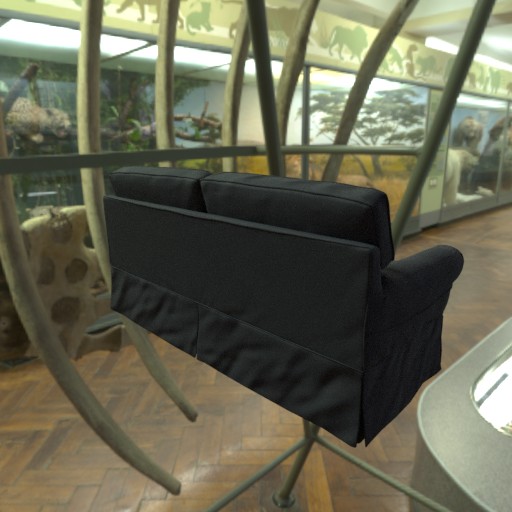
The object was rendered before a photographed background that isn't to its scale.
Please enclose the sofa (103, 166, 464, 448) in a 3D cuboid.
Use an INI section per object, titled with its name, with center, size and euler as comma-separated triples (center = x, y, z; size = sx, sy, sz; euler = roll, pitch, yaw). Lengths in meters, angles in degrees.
[sofa]
center = 0.000, 0.000, 2.801
size = 0.983, 1.094, 2.256
euler = -14, 20, -42
